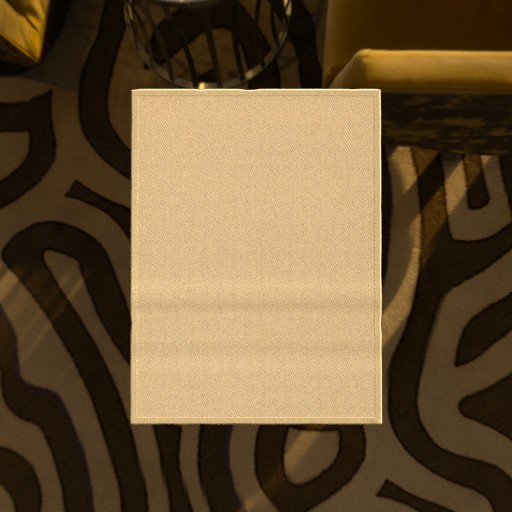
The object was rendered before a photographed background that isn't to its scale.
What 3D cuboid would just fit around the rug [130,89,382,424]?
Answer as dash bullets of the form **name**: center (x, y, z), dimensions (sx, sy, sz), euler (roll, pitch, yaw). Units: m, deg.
- **rug**: center (0.000, 0.000, 4.838), dimensions (2.734, 0.037, 3.659), euler (0, 89, 0)
